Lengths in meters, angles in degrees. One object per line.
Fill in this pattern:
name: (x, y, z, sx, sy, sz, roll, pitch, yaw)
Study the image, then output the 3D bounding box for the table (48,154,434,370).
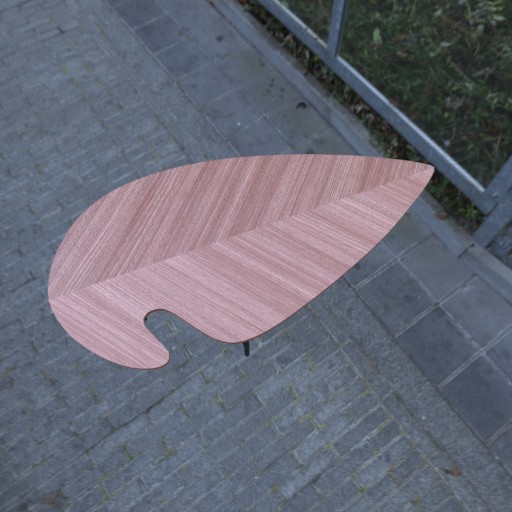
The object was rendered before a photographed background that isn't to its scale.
table: (0.000, 0.000, 1.450, 1.199, 0.360, 0.598, -20, 65, -10)
